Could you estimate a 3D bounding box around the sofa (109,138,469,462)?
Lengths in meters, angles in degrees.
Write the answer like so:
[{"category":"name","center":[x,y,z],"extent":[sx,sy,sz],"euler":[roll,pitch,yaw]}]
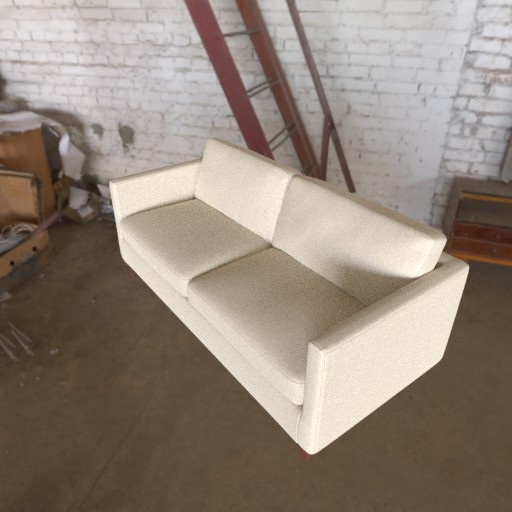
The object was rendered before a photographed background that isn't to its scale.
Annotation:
[{"category":"sofa","center":[0.000,0.000,2.543],"extent":[0.965,0.889,1.981],"euler":[-22,38,-31]}]
